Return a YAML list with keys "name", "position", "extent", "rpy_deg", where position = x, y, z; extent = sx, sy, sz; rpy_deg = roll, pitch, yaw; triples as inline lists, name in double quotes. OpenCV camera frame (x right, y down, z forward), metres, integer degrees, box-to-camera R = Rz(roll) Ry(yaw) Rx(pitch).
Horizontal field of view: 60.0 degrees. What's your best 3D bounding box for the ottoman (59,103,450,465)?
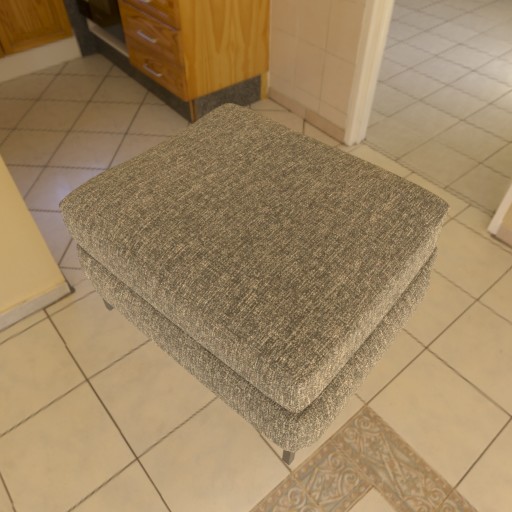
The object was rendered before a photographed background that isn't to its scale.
- name: "ottoman"
  position: [0.000, 0.000, 1.223]
  extent: [0.828, 0.480, 0.683]
  rpy_deg: [32, 56, 26]
